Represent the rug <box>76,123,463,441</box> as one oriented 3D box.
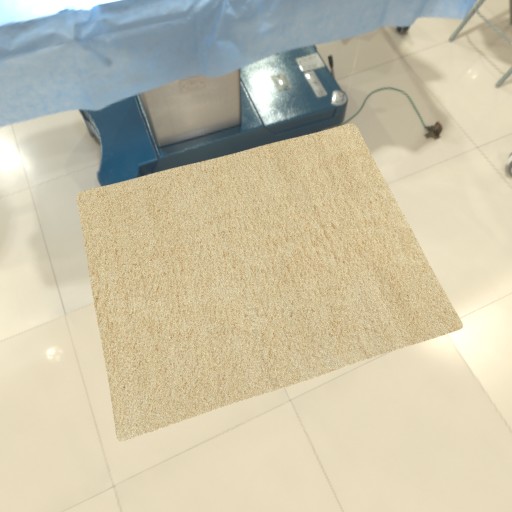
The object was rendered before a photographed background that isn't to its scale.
[{"bbox_3d":[0.000,0.000,4.107,3.001,0.025,2.401,-16,65,-8],"label":"rug"}]
